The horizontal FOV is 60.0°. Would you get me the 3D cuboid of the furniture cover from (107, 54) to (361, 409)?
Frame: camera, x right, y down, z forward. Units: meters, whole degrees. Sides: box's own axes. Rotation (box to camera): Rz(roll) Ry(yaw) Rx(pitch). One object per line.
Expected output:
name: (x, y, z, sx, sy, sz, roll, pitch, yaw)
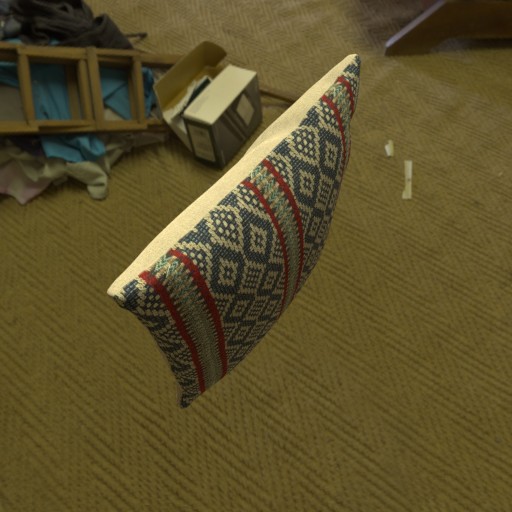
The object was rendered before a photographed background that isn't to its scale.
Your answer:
furniture cover: (0.000, 0.000, 0.658, 0.139, 0.431, 0.431, 33, 64, 18)
